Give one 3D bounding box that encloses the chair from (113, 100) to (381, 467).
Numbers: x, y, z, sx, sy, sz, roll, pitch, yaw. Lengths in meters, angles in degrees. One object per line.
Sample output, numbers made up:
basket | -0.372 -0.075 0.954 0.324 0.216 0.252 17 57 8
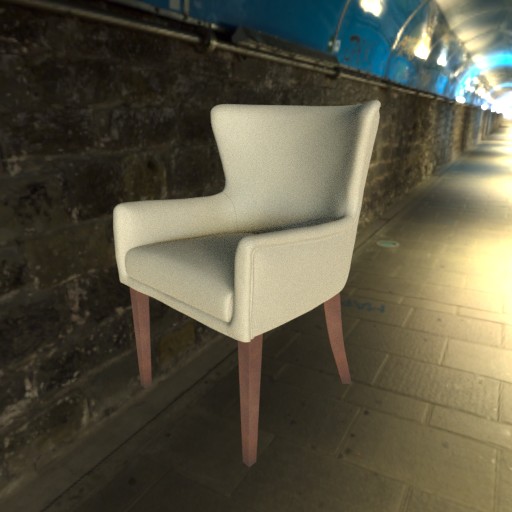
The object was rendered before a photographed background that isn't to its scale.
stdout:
chair | 0.000 0.000 1.442 0.660 0.952 0.686 17 24 42
